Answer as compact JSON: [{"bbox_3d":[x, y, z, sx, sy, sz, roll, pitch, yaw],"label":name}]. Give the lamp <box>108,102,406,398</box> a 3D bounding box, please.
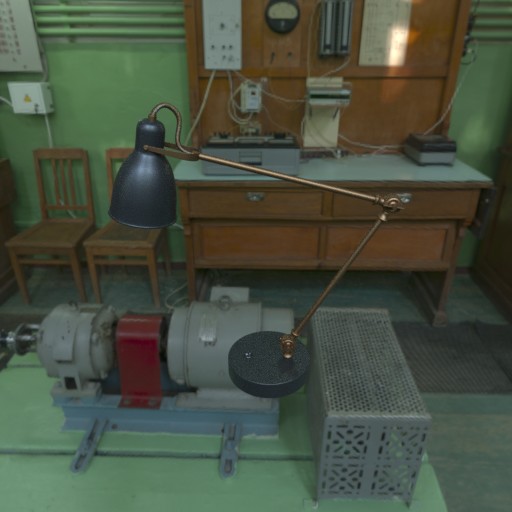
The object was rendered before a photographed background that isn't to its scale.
[{"bbox_3d":[0.000,0.000,0.894,0.561,0.587,0.187,0,27,0],"label":"lamp"}]
